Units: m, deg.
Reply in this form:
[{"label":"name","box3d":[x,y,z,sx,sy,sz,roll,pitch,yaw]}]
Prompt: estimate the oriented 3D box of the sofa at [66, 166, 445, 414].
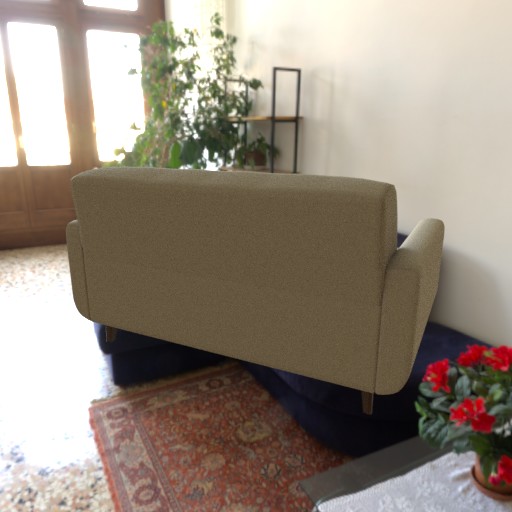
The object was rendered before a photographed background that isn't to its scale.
[{"label":"sofa","box3d":[0.000,0.000,2.216,1.655,0.892,0.980,8,17,26]}]
